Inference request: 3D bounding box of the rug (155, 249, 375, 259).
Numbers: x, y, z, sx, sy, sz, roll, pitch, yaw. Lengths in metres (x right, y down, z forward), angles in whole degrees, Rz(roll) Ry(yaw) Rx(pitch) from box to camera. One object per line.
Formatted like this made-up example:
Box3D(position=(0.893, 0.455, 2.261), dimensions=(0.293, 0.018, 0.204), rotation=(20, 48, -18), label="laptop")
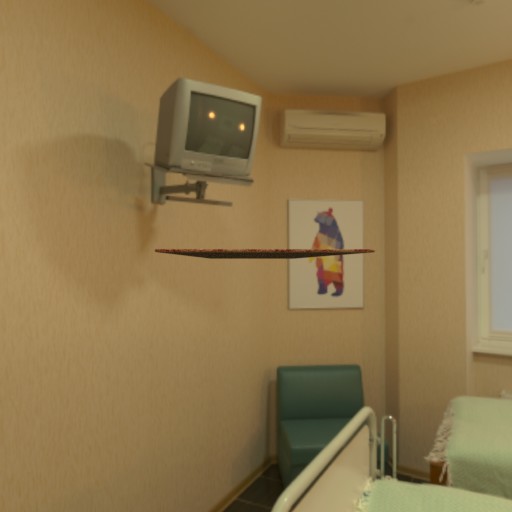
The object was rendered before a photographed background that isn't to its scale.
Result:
Box3D(position=(0.000, 0.000, 2.715), dimensions=(0.750, 0.011, 2.435), rotation=(0, -1, -2), label="rug")
